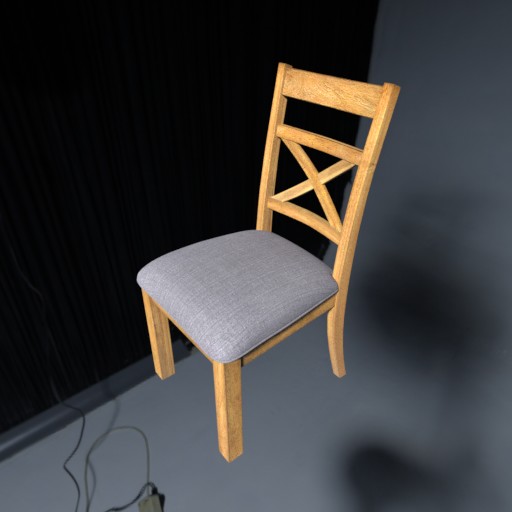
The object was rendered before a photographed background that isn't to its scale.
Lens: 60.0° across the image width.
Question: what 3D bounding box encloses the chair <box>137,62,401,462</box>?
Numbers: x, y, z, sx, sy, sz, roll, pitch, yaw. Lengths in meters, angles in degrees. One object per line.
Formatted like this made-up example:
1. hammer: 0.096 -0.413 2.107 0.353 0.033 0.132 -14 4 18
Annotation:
1. chair: 0.000 0.000 1.288 0.581 0.949 0.470 -23 39 -32
